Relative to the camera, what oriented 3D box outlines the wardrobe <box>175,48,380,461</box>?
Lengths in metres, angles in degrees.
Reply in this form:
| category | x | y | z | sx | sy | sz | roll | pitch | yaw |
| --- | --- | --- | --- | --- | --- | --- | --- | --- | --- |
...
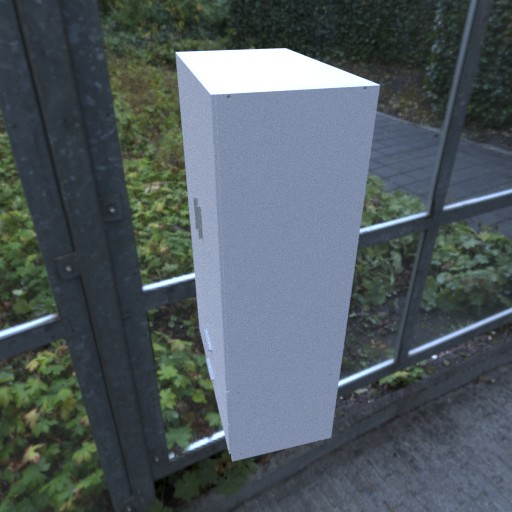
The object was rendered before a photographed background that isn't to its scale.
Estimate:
| category | x | y | z | sx | sy | sz | roll | pitch | yaw |
| --- | --- | --- | --- | --- | --- | --- | --- | --- | --- |
| wardrobe | 0.000 | 0.000 | 2.265 | 0.577 | 1.808 | 0.991 | -8 | 32 | -13 |
